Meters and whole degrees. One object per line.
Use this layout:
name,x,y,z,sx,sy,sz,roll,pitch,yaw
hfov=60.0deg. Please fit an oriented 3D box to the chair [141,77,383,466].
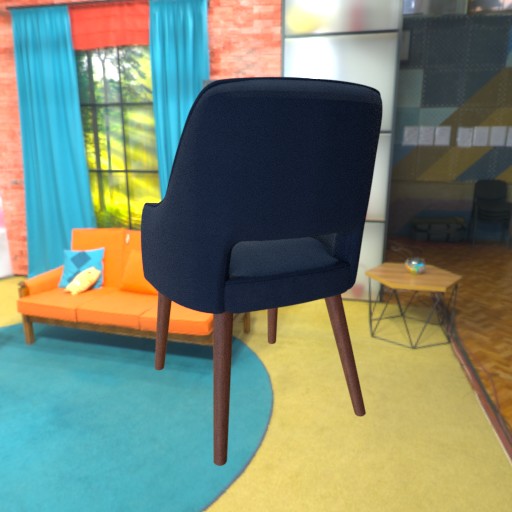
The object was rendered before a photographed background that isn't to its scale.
chair,0.000,0.000,1.210,0.559,0.844,0.591,-7,16,-26
